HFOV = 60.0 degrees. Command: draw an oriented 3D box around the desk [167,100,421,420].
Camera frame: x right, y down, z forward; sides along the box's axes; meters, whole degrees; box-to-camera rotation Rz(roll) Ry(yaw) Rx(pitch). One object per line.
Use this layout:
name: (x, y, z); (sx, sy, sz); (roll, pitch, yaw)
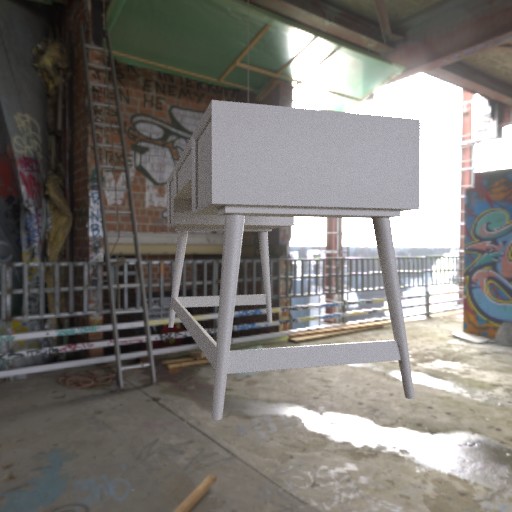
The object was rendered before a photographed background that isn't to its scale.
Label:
desk: (0.000, 0.000, 1.761); (0.589, 0.762, 1.313); (0, 1, -16)
